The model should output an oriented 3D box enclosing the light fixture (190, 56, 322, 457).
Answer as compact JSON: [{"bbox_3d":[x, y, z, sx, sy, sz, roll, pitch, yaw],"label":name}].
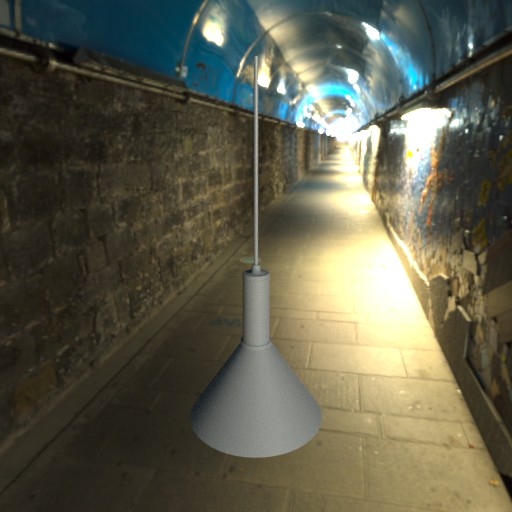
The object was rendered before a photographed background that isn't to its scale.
[{"bbox_3d":[0.000,0.000,0.821,0.267,0.683,0.267,7,17,25],"label":"light fixture"}]
